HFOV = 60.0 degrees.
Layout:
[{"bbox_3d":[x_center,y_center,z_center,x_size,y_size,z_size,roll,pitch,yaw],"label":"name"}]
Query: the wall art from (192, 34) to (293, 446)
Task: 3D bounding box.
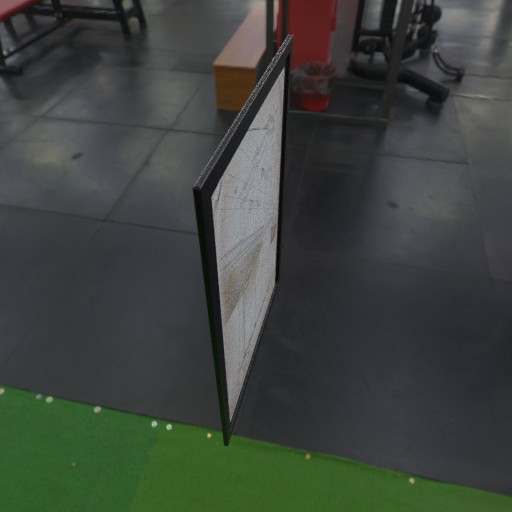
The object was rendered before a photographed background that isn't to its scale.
[{"bbox_3d":[0.000,0.000,1.266,0.013,0.967,0.707,11,46,11],"label":"wall art"}]
